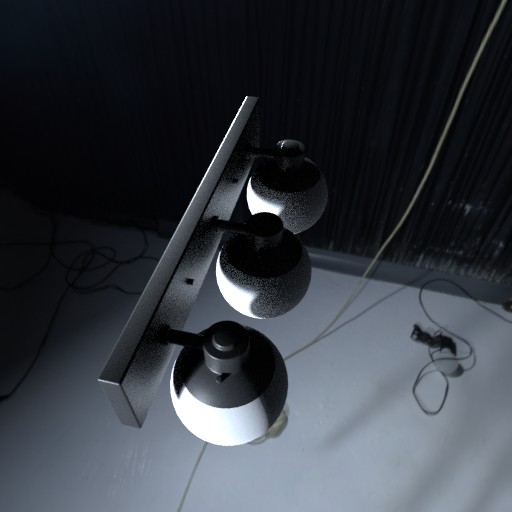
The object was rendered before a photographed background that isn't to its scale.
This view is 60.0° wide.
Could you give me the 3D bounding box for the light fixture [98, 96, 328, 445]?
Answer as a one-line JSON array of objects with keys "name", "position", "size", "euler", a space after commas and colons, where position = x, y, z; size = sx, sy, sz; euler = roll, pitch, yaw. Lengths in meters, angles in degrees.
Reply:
[{"name": "light fixture", "position": [0.000, 0.000, 0.846], "size": [0.218, 0.263, 0.721], "euler": [10, 48, 9]}]
